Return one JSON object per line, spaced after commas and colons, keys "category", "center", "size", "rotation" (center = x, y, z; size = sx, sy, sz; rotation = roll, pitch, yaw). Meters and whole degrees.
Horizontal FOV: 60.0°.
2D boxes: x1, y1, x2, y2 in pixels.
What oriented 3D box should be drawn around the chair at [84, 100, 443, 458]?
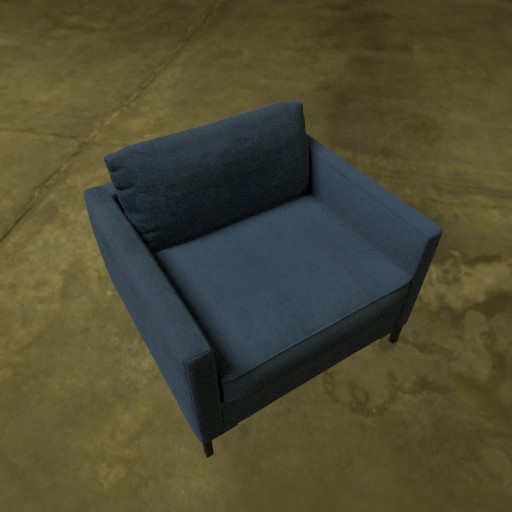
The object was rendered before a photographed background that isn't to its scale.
{"category": "chair", "center": [0.000, 0.000, 1.653], "size": [0.964, 0.812, 0.875], "rotation": [-24, 49, -22]}
